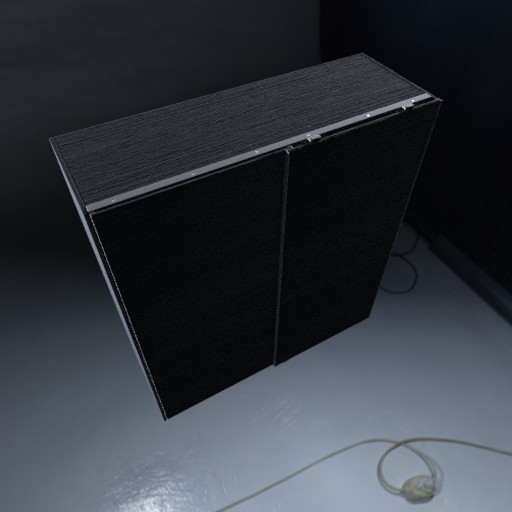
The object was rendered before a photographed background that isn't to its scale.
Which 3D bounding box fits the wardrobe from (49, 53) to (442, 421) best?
[{"bbox_3d":[0.000,0.000,2.823,1.780,1.960,0.629,-23,52,-19],"label":"wardrobe"}]
